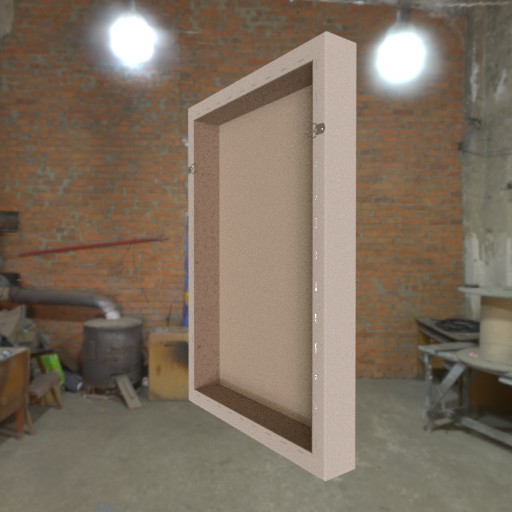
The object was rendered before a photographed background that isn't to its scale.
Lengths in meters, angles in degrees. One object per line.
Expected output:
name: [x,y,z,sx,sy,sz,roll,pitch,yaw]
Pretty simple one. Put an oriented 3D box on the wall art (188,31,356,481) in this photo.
wall art: [0.000,0.000,0.488,0.039,0.381,0.252,-1,1,-36]
